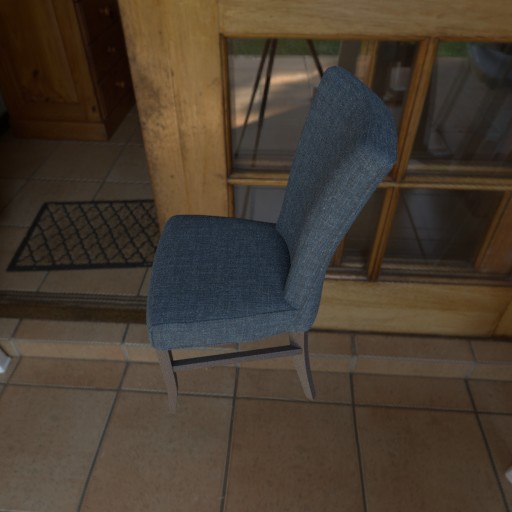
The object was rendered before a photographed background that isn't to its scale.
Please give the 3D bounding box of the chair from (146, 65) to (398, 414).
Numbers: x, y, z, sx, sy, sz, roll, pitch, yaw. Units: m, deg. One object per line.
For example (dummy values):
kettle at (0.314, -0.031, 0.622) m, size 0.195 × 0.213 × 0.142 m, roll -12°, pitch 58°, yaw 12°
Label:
chair at (0.000, 0.000, 1.379) m, size 0.660 × 0.991 × 0.520 m, roll -1°, pitch 41°, yaw -2°
